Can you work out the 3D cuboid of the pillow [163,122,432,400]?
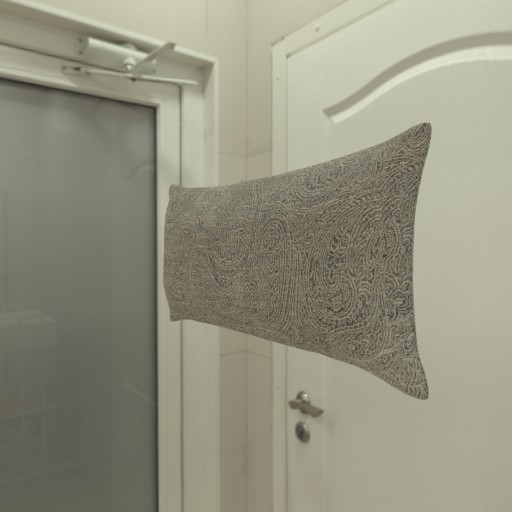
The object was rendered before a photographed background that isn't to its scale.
[{"bbox_3d":[0.000,0.000,0.713,0.151,0.295,0.615,-1,2,-37],"label":"pillow"}]
